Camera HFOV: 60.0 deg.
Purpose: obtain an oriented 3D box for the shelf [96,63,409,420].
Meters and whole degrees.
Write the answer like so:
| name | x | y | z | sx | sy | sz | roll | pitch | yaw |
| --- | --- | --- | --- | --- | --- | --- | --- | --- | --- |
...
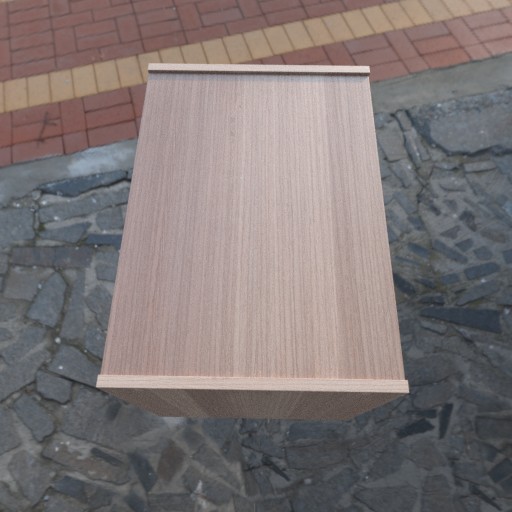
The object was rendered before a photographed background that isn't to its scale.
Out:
| name | x | y | z | sx | sy | sz | roll | pitch | yaw |
| --- | --- | --- | --- | --- | --- | --- | --- | --- | --- |
| shelf | 0.000 | 0.000 | 0.635 | 0.290 | 0.305 | 0.415 | 1 | 65 | 0 |
